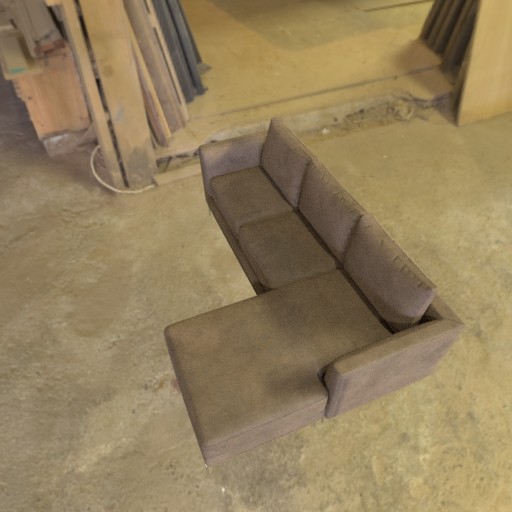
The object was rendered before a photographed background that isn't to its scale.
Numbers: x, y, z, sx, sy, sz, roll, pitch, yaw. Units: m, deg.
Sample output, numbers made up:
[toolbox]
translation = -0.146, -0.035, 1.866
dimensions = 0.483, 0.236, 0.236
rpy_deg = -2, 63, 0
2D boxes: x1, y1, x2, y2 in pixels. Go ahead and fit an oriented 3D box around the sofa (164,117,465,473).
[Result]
[sofa]
translation = 0.000, 0.000, 3.296
dimensions = 1.622, 0.987, 2.438
rpy_deg = -17, 48, -16
